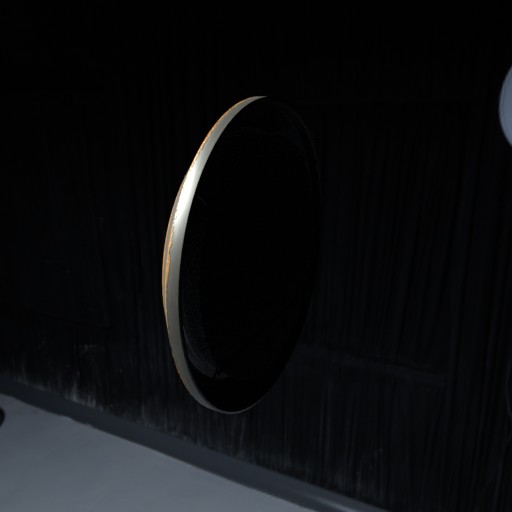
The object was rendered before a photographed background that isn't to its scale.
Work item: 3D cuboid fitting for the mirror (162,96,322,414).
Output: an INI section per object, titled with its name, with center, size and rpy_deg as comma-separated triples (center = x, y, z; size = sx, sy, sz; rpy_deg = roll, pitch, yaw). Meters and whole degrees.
[mirror]
center = 0.000, 0.000, 1.341
size = 0.111, 0.907, 0.907
rpy_deg = 9, 19, 26
